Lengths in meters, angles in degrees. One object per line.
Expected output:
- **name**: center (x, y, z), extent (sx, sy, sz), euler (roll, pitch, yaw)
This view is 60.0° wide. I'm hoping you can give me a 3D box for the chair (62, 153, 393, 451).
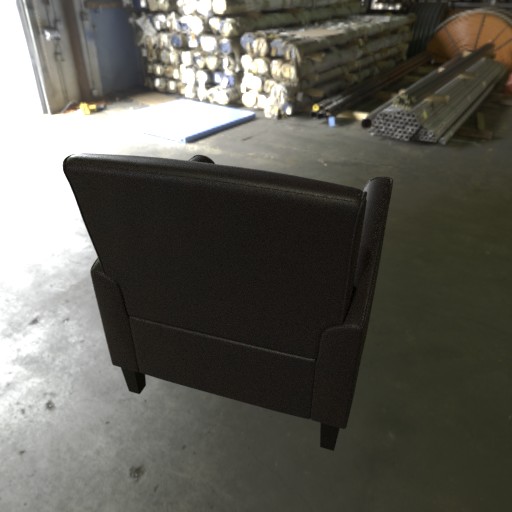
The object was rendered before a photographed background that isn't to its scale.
- **chair**: center (0.000, 0.000, 1.536), extent (0.820, 0.916, 0.819), euler (10, 33, 16)
